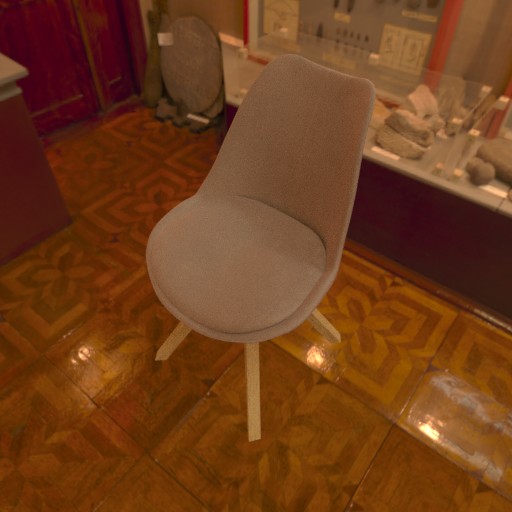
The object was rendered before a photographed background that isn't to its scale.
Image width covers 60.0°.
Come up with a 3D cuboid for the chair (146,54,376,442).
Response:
[{"bbox_3d":[0.000,0.000,1.180,0.485,0.850,0.550,32,54,26],"label":"chair"}]
